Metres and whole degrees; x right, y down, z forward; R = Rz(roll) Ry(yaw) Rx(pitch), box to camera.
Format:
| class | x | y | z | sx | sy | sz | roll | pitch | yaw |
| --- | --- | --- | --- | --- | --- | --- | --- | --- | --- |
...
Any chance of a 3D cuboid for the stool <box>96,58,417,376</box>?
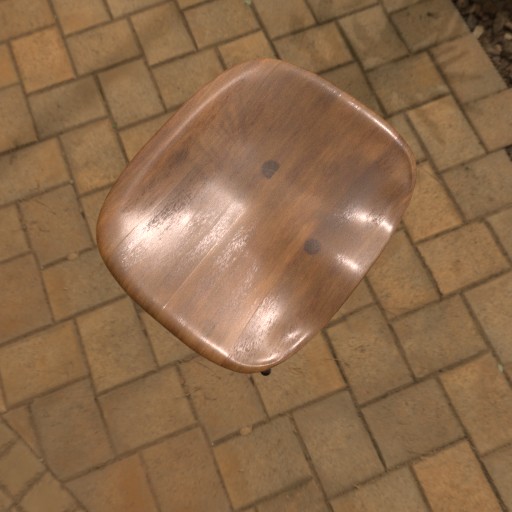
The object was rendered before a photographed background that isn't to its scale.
| class | x | y | z | sx | sy | sz | roll | pitch | yaw |
| --- | --- | --- | --- | --- | --- | --- | --- | --- | --- |
| stool | 0.000 | 0.000 | 0.955 | 0.424 | 0.694 | 0.432 | 38 | 79 | 9 |
